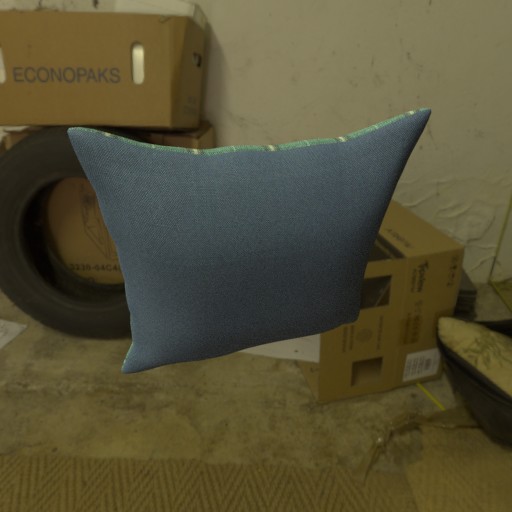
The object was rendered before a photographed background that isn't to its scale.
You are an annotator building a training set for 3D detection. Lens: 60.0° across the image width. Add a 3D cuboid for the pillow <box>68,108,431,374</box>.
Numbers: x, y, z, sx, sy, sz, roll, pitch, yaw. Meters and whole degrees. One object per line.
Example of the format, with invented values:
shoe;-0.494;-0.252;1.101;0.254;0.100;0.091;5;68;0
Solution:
pillow;0.000;0.000;0.672;0.453;0.430;0.200;-9;29;-16
